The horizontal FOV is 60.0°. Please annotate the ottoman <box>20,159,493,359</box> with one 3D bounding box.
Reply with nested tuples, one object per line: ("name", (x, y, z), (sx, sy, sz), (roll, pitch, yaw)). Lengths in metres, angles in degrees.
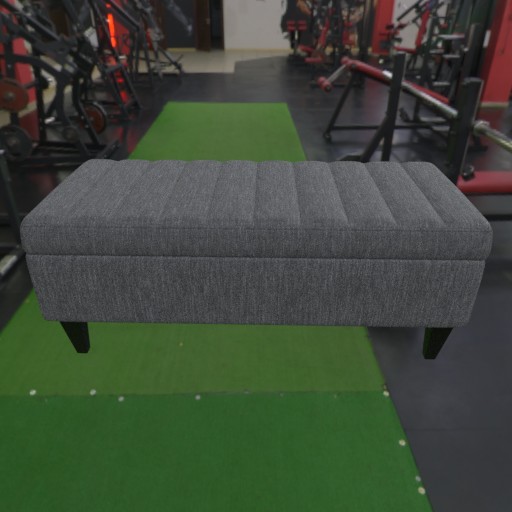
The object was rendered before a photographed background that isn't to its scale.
("ottoman", (0.000, 0.000, 1.352), (1.151, 0.469, 0.482), (1, 31, 1))
